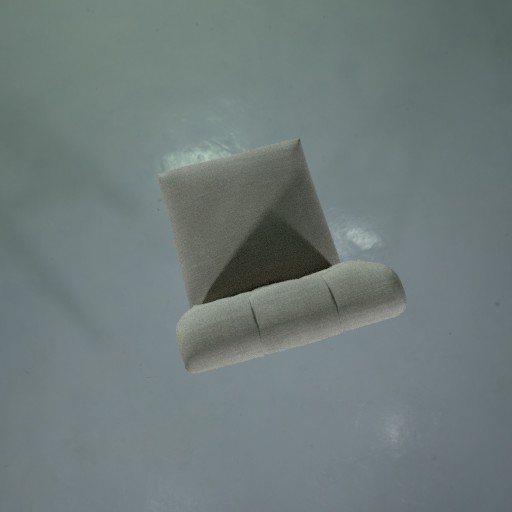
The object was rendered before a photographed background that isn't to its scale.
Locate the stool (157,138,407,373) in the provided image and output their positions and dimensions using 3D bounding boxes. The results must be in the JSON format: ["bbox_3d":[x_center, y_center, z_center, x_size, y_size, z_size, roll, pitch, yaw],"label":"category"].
[{"bbox_3d":[0.000,0.000,1.447,0.486,1.084,0.660,-15,76,-4],"label":"stool"}]
